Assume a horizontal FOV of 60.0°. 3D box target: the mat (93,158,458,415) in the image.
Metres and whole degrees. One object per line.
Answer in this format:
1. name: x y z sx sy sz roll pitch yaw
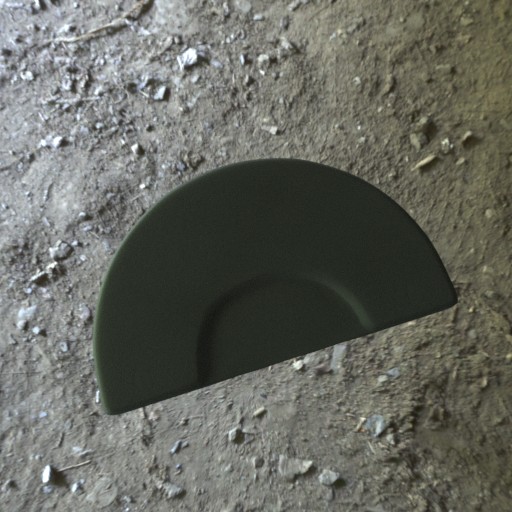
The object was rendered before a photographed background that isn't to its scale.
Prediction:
1. mat: 0.000 0.000 1.913 1.525 0.022 0.917 -17 75 -5
